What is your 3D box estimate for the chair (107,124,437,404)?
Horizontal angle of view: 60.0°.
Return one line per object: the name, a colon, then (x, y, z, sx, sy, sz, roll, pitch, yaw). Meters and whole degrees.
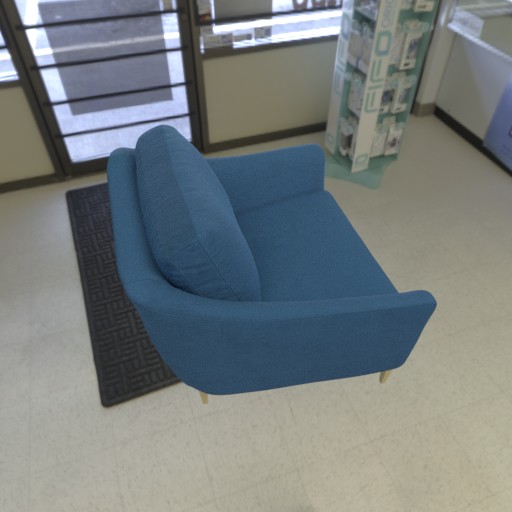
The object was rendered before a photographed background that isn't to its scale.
chair: (0.000, 0.000, 1.737, 0.961, 0.899, 0.987, -12, 46, -12)
